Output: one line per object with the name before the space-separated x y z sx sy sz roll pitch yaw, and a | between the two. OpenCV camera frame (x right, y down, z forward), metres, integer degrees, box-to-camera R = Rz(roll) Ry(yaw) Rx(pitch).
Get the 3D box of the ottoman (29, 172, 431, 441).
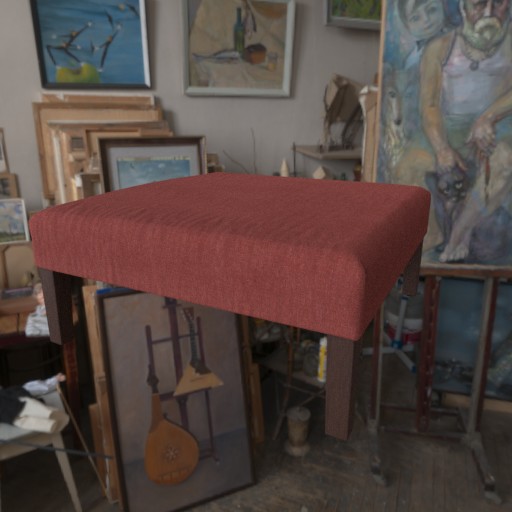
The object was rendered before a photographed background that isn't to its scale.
ottoman | 0.000 0.000 1.378 0.889 0.411 0.890 9 20 26
